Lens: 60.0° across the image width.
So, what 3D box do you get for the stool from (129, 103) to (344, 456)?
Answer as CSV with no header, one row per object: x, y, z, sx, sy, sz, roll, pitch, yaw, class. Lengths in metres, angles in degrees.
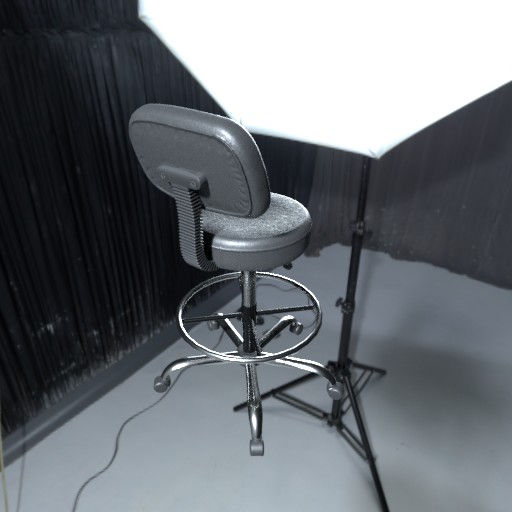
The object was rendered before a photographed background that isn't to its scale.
0.000,0.000,1.514,0.694,1.069,0.658,21,36,32,stool
